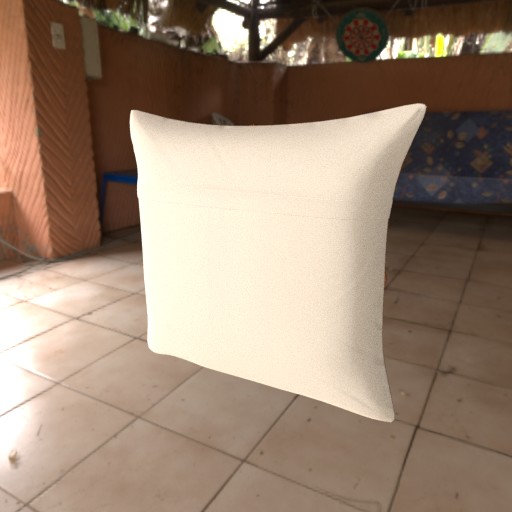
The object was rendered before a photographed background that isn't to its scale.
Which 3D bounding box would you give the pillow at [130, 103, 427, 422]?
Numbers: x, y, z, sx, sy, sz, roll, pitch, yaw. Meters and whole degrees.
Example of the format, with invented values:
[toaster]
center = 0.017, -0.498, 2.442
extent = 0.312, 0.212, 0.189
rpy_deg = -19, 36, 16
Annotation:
[pillow]
center = 0.000, 0.000, 0.748
extent = 0.501, 0.477, 0.192
rpy_deg = 9, 19, 27
